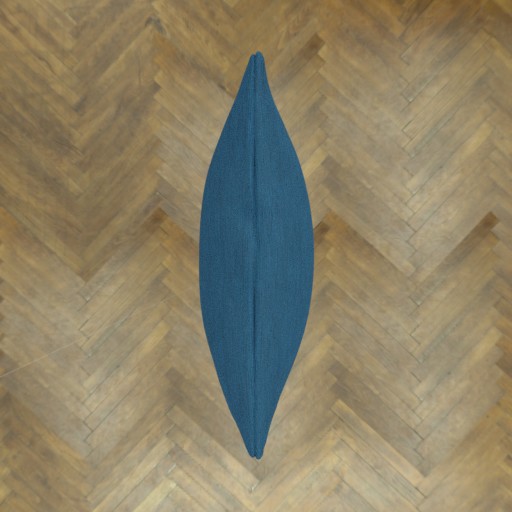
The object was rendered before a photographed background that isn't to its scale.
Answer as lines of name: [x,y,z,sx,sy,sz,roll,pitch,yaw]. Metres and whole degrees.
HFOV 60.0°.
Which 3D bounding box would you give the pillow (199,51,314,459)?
pillow: [0.000,0.000,0.675,0.177,0.420,0.437,0,90,0]
